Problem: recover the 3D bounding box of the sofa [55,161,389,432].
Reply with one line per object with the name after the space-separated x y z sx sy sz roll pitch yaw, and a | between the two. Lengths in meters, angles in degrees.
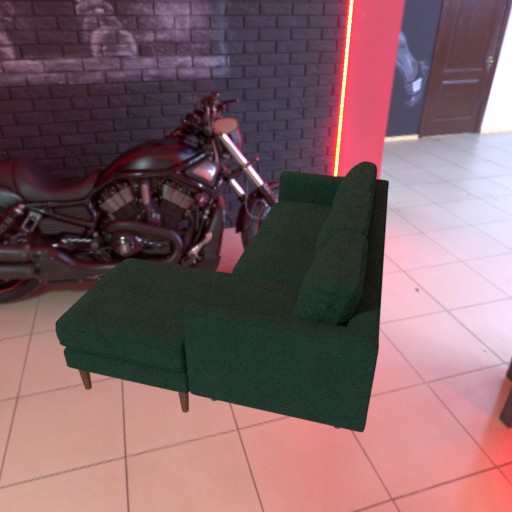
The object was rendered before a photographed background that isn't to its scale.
0.000 0.000 2.895 1.580 0.899 2.030 8 30 14 | sofa
